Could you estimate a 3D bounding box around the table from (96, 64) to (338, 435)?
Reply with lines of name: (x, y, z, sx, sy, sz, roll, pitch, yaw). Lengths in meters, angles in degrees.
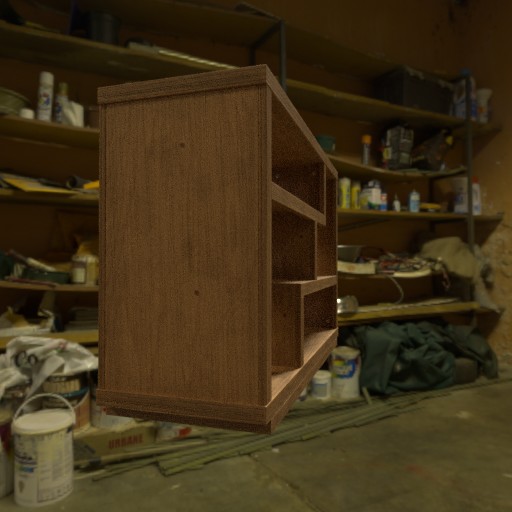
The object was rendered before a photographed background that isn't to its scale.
table: (0.000, 0.000, 1.514, 0.410, 0.771, 1.151, 0, -1, 18)
